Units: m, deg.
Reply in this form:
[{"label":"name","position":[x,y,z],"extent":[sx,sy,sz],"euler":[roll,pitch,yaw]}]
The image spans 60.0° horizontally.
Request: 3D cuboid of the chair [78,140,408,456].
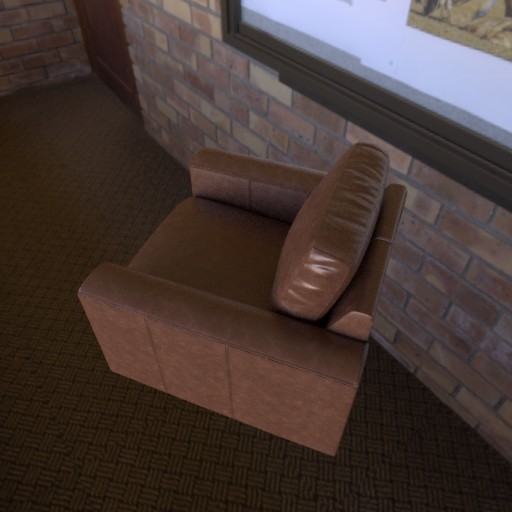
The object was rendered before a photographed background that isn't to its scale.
[{"label":"chair","position":[0.000,0.000,1.797],"extent":[1.016,0.873,1.005],"euler":[16,47,15]}]
